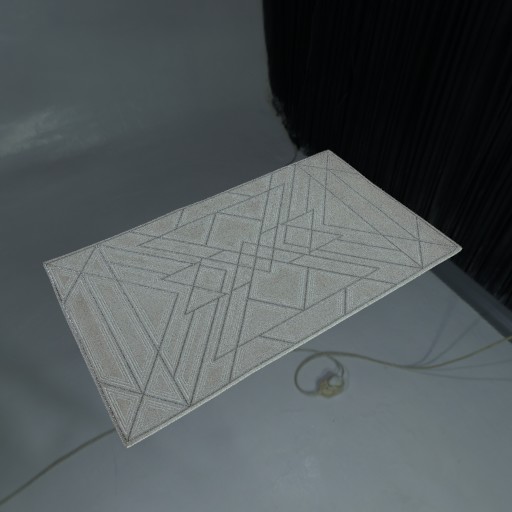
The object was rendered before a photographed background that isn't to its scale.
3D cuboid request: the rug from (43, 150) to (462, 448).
[{"bbox_3d":[0.000,0.000,1.059,0.869,0.008,0.511,-25,52,-22],"label":"rug"}]
